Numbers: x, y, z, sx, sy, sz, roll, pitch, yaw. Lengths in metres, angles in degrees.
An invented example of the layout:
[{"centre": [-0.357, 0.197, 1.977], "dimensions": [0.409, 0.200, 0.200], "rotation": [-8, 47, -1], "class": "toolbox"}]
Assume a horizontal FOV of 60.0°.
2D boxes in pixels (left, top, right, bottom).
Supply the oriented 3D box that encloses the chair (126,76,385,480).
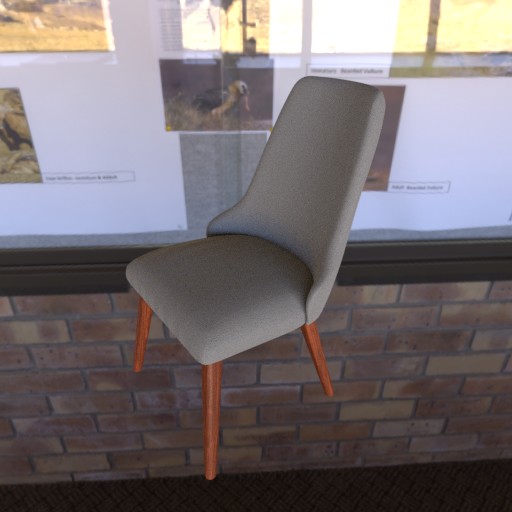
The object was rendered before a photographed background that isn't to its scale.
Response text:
[{"centre": [0.000, 0.000, 1.320], "dimensions": [0.707, 0.918, 0.535], "rotation": [-20, 36, -30], "class": "chair"}]
